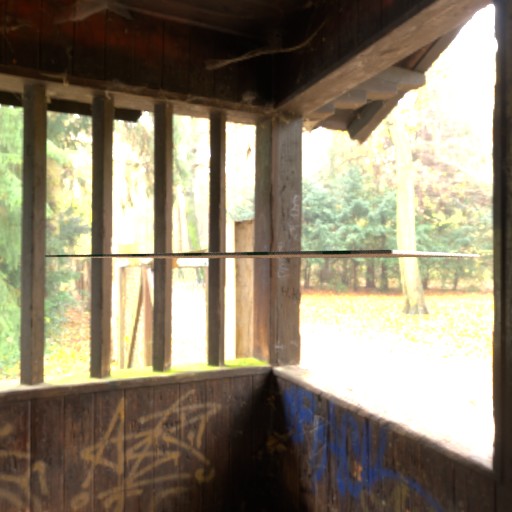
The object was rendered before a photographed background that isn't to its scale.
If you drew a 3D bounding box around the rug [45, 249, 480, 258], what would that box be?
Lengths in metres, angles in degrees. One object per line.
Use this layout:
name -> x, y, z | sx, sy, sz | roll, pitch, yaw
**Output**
rug -> 0.000, 0.000, 2.228 | 1.829, 0.012, 1.210 | 0, -1, 37
